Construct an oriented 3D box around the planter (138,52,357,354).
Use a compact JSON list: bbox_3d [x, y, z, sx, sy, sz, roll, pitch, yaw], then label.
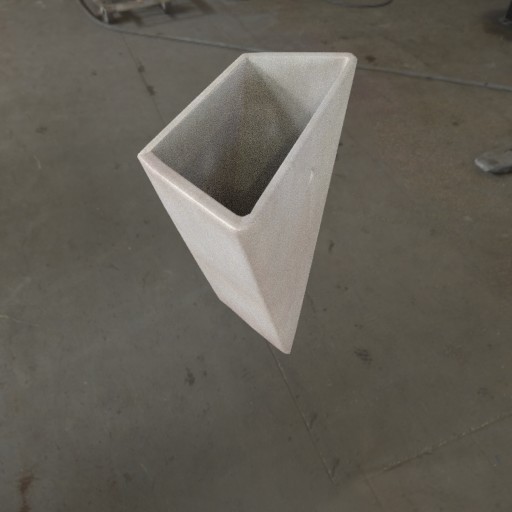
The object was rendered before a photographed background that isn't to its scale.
[{"bbox_3d":[0.000,0.000,0.273,0.060,0.197,0.150,17,50,15],"label":"planter"}]
